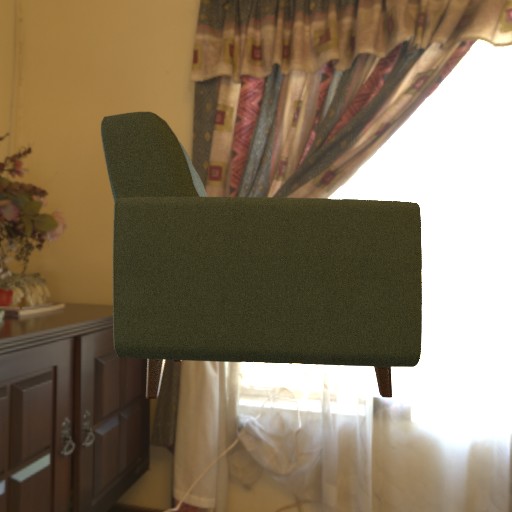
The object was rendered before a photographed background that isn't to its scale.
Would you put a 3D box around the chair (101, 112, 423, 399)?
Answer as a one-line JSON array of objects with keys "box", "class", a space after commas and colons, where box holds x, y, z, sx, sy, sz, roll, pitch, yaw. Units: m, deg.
[{"box": [0.000, 0.000, 1.559, 0.909, 0.841, 0.831, 0, -1, -1], "class": "chair"}]
